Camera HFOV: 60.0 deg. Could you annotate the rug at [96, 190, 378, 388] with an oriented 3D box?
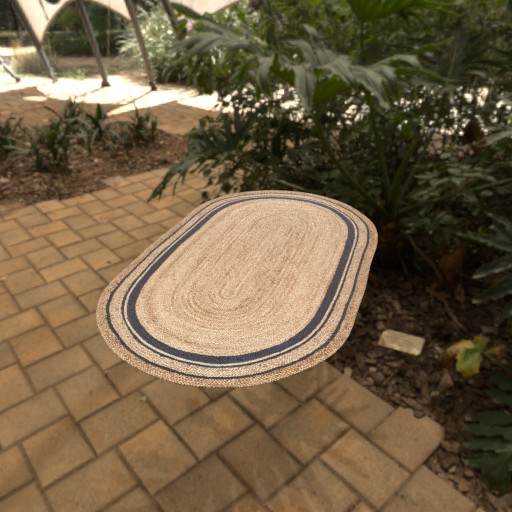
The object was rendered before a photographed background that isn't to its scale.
[{"bbox_3d":[0.000,0.000,3.035,1.520,0.006,2.432,10,32,17],"label":"rug"}]
